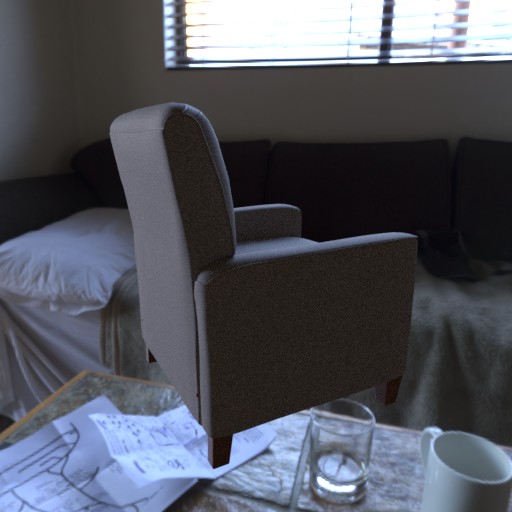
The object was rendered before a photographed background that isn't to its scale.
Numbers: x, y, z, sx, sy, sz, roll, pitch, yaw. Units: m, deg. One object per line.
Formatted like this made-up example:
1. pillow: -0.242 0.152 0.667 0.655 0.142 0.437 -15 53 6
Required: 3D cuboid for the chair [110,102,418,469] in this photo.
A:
1. chair: 0.000 0.000 1.628 0.859 1.023 0.845 -8 17 -27
